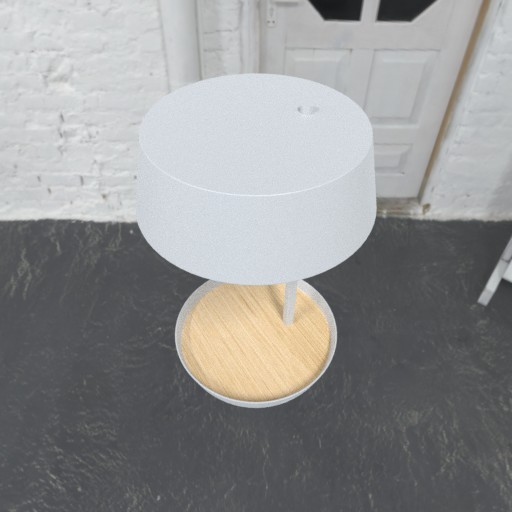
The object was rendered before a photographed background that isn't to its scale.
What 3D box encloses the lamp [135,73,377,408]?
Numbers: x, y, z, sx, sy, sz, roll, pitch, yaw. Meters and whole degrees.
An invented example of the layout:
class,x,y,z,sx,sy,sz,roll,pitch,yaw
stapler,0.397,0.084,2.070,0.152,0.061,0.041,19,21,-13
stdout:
class,x,y,z,sx,sy,sz,roll,pitch,yaw
lamp,0.000,0.000,0.623,0.291,0.429,0.291,0,46,0
